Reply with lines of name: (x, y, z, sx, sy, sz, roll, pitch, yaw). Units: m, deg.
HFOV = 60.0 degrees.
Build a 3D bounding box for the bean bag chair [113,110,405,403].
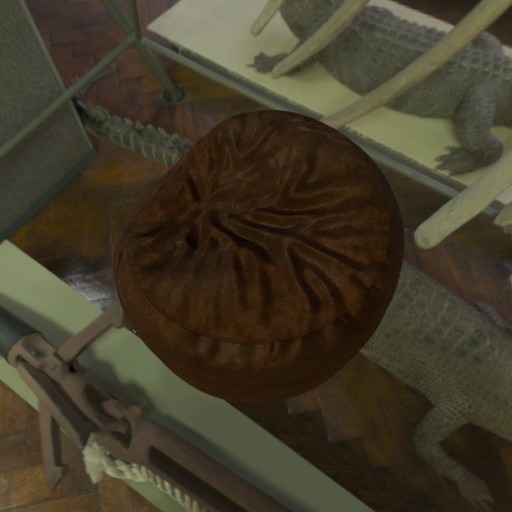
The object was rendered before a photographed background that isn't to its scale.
bean bag chair: (0.000, 0.000, 1.508, 0.918, 0.616, 0.918, 0, 63, 0)
